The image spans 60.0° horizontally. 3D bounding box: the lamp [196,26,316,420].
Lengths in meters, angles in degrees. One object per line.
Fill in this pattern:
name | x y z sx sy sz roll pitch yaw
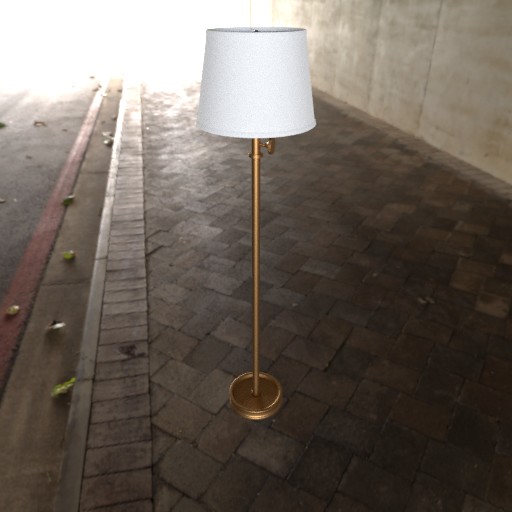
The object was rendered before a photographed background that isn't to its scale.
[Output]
lamp | 0.000 0.000 0.779 0.178 0.710 0.178 0 30 0
